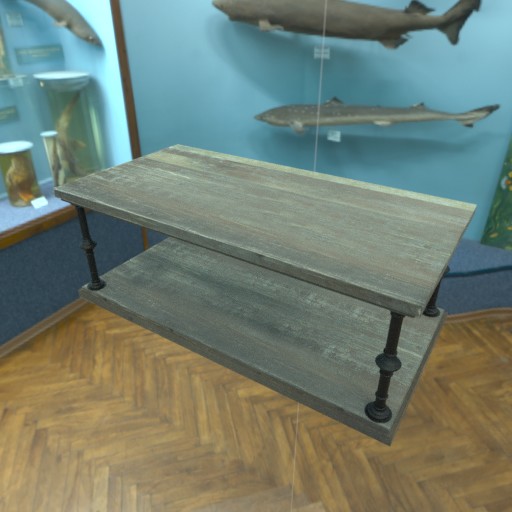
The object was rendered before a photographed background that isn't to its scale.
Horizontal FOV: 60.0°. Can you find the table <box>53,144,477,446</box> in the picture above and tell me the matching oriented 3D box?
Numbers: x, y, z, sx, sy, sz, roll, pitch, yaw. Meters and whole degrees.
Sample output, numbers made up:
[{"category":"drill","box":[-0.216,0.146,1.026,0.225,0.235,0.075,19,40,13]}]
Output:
[{"category":"table","box":[0.000,0.000,1.372,1.088,0.399,0.554,18,35,28]}]
